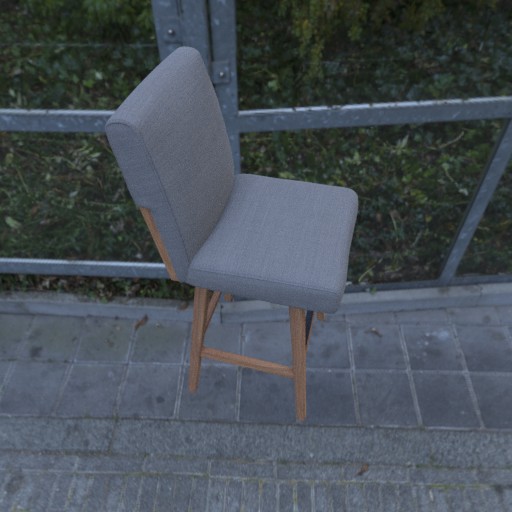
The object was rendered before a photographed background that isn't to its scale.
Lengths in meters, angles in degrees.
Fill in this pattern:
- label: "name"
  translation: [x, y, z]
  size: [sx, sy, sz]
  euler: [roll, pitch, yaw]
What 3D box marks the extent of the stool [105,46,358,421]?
- label: "stool"
  translation: [0.000, 0.000, 1.407]
  size: [0.570, 1.112, 0.483]
  euler: [11, 47, 10]
